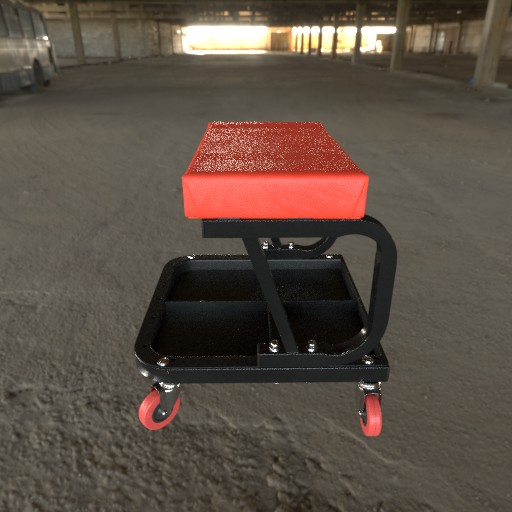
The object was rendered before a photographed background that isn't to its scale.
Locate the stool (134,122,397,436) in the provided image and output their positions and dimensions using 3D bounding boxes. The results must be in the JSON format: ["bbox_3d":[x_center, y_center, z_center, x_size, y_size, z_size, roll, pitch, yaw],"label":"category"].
[{"bbox_3d":[0.000,0.000,0.740,0.371,0.380,0.446,0,26,-1],"label":"stool"}]
